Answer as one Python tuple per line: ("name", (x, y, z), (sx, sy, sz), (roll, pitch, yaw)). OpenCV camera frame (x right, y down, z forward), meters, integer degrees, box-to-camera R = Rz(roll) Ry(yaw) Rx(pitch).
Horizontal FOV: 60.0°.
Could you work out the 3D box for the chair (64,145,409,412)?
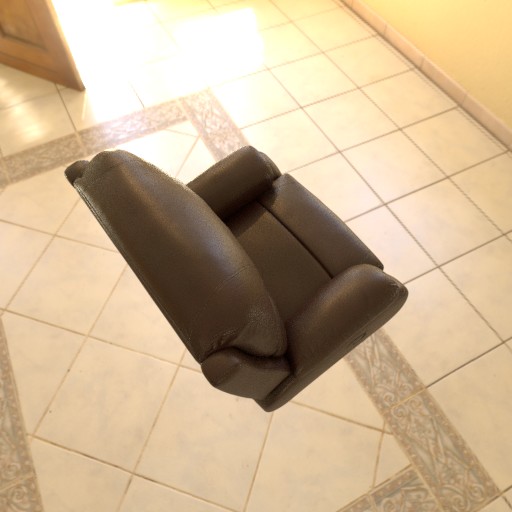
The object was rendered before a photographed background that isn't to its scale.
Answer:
("chair", (0.000, 0.000, 1.702), (0.899, 1.011, 0.930), (-33, 63, -19))
